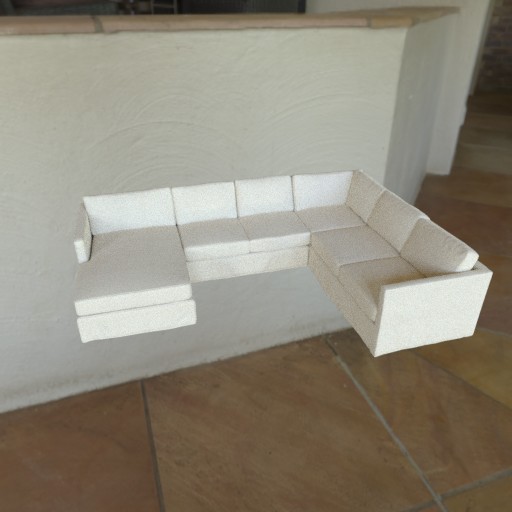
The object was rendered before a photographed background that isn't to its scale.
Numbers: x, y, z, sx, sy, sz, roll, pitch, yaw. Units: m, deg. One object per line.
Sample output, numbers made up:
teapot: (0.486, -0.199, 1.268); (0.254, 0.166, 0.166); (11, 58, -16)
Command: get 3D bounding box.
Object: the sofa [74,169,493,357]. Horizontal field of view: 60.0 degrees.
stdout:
sofa: (0.000, 0.000, 4.432); (3.464, 0.882, 2.448); (-8, 31, -14)
